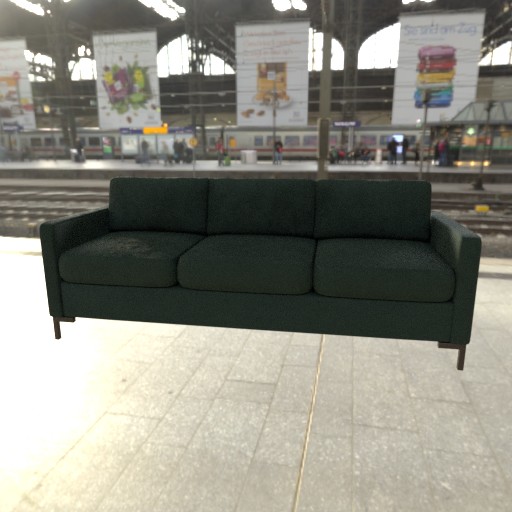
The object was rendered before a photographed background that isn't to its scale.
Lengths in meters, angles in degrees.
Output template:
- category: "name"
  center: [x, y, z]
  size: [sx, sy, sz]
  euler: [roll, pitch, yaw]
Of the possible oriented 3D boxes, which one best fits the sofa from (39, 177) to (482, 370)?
- category: "sofa"
  center: [0.000, 0.000, 2.610]
  size: [2.218, 0.870, 0.859]
  euler: [2, 14, 9]
